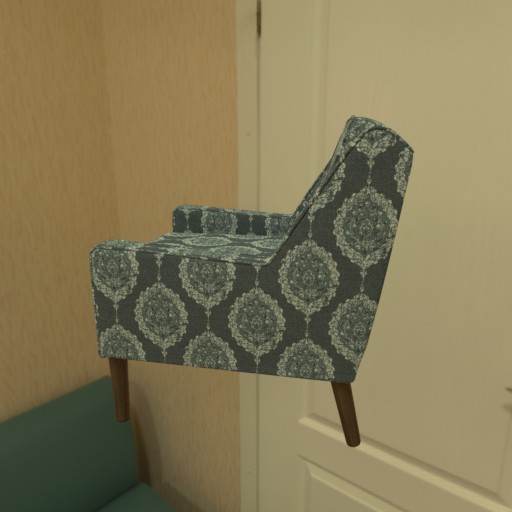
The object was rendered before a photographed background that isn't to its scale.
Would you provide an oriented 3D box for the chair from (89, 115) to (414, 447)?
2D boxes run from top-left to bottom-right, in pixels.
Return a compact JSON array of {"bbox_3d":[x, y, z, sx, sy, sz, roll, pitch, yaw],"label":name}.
[{"bbox_3d":[0.000,0.000,1.324,0.743,0.792,0.663,3,16,9],"label":"chair"}]
